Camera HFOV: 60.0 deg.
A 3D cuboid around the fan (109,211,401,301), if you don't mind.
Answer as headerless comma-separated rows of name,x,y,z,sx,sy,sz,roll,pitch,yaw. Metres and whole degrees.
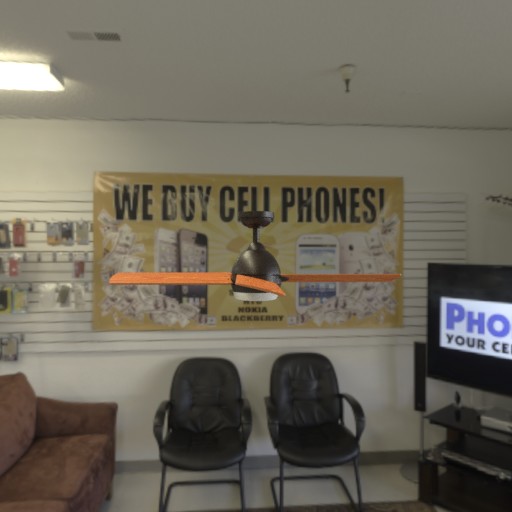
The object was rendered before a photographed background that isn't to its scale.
fan,0.000,0.000,2.065,1.332,0.403,1.332,0,0,-1
